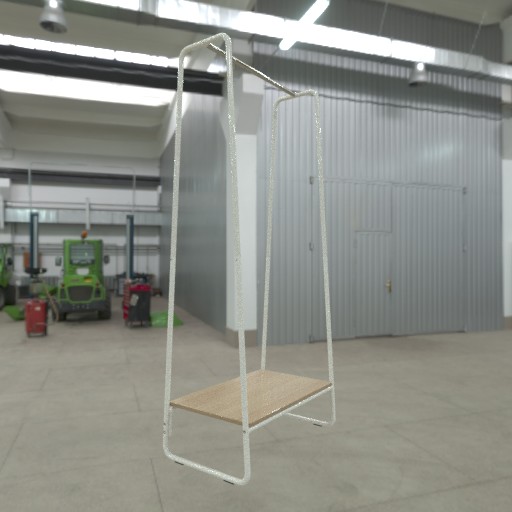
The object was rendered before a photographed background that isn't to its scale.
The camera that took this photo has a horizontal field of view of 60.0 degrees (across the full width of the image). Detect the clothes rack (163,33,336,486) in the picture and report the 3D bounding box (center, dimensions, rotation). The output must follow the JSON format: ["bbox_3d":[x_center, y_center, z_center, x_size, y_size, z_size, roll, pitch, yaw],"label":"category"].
[{"bbox_3d":[0.000,0.000,1.789,0.400,1.500,0.640,0,0,36],"label":"clothes rack"}]
